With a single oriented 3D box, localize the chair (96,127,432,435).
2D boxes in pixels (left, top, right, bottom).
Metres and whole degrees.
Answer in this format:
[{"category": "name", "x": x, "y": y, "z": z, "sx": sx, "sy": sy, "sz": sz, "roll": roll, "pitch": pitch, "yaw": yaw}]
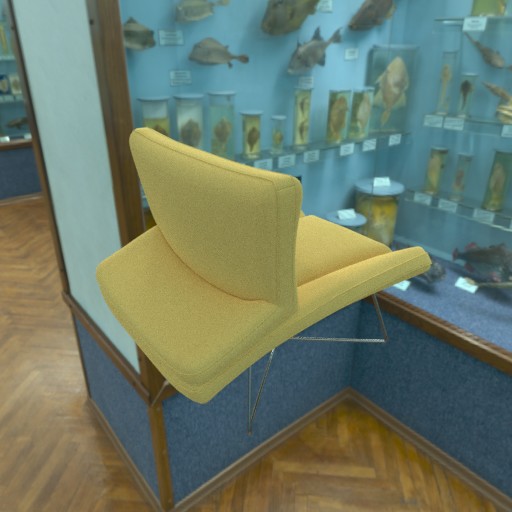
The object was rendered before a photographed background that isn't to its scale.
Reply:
[{"category": "chair", "x": 0.000, "y": 0.000, "z": 1.632, "sx": 1.008, "sy": 0.855, "sz": 0.859, "roll": -18, "pitch": 31, "yaw": -33}]
